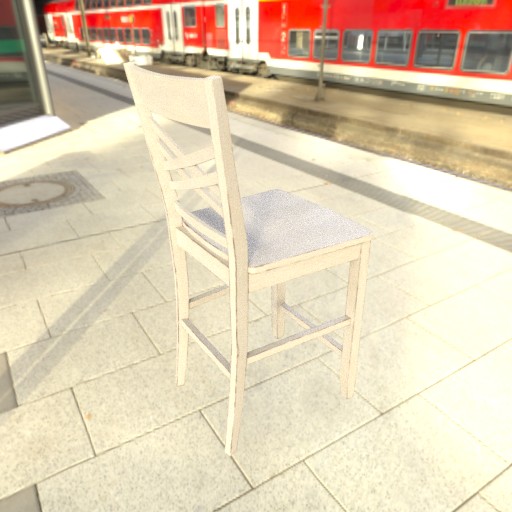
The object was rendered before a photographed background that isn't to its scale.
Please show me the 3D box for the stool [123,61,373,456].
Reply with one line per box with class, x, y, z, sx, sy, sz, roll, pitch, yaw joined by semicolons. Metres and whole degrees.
stool;0.000;0.000;1.345;0.539;1.079;0.462;-18;32;-30
